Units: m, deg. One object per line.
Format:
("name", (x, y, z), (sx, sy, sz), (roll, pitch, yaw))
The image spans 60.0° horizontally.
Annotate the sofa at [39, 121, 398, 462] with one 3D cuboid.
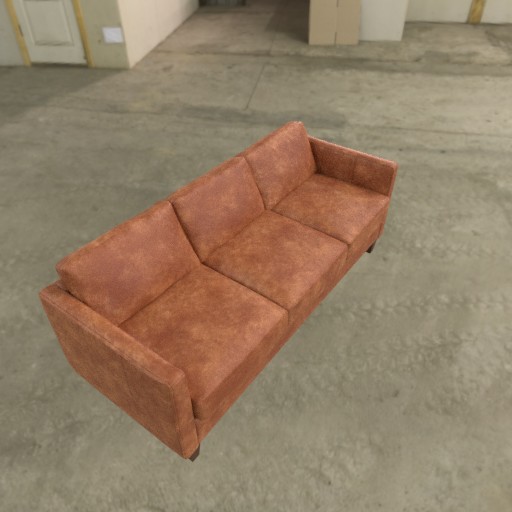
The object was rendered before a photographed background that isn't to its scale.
("sofa", (0.000, 0.000, 3.018), (1.045, 1.006, 2.464), (26, 46, 27))
